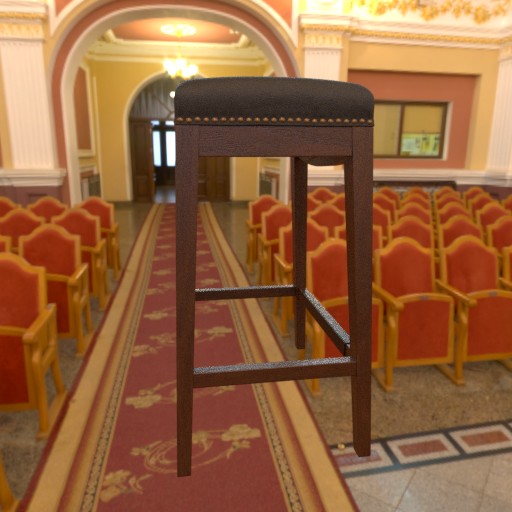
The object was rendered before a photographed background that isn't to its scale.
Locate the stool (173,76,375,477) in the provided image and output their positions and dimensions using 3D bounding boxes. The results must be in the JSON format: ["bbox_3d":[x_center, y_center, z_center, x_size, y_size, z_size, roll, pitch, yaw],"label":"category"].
[{"bbox_3d":[0.000,0.000,0.953,0.353,0.664,0.490,-2,13,-9],"label":"stool"}]
